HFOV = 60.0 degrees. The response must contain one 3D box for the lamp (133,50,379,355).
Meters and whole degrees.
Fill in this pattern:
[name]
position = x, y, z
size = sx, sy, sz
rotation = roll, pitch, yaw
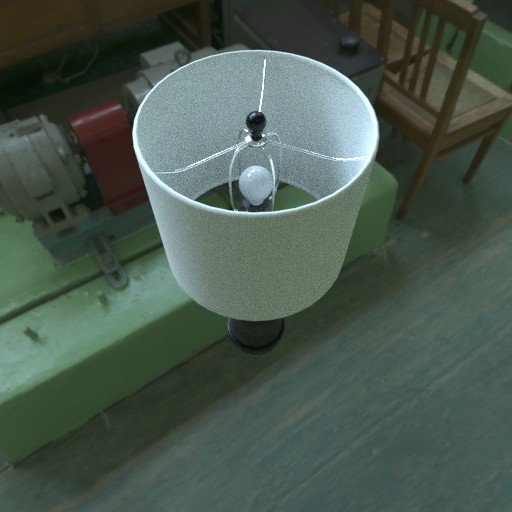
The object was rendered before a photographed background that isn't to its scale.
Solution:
[lamp]
position = 0.000, 0.000, 0.807
size = 0.305, 0.634, 0.305
rotation = -30, 62, -18
